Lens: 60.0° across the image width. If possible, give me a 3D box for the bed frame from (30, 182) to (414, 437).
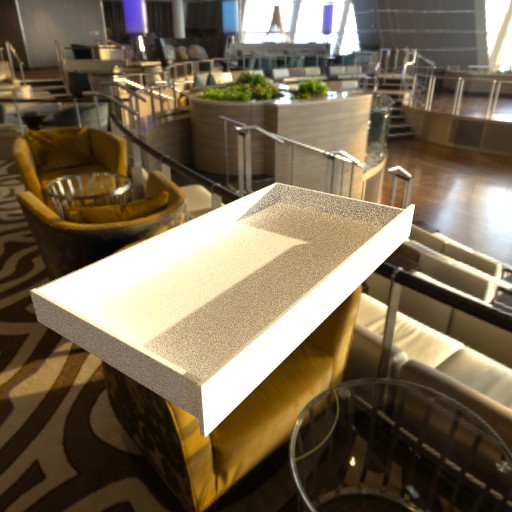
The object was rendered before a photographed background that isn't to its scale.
[{"bbox_3d":[0.000,0.000,1.554,0.670,0.141,1.300,18,32,32],"label":"bed frame"}]
